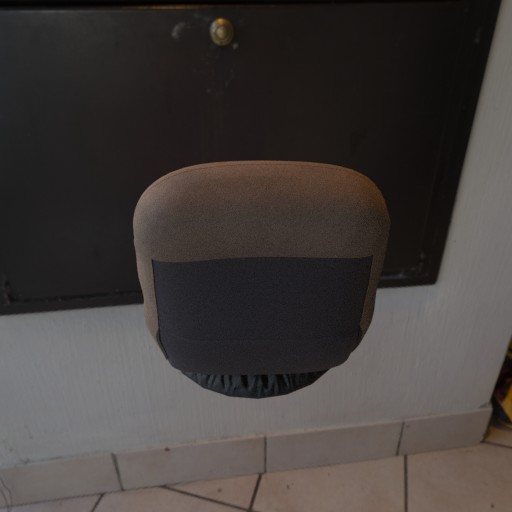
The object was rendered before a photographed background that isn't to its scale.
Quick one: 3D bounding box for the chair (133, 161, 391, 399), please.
[{"bbox_3d":[0.000,0.000,1.035,0.521,0.594,0.597,-1,29,-2],"label":"chair"}]
